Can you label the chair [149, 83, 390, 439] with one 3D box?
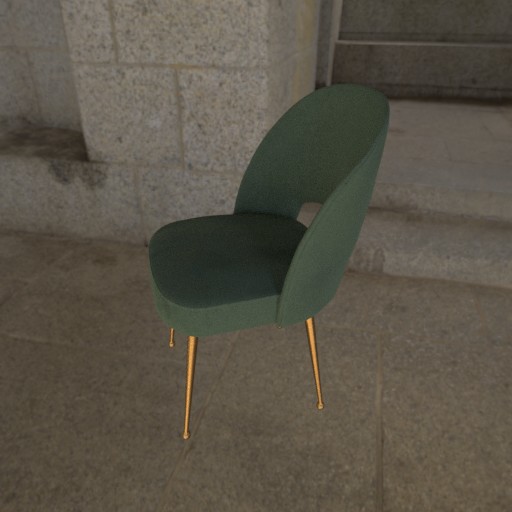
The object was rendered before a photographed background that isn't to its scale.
[{"bbox_3d":[0.000,0.000,1.224,0.577,0.860,0.527,-8,30,-13],"label":"chair"}]
